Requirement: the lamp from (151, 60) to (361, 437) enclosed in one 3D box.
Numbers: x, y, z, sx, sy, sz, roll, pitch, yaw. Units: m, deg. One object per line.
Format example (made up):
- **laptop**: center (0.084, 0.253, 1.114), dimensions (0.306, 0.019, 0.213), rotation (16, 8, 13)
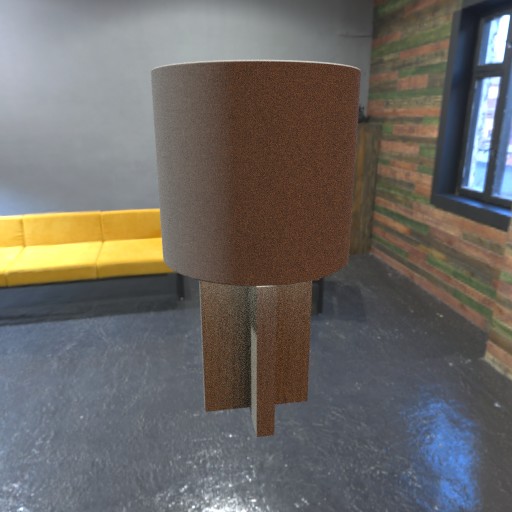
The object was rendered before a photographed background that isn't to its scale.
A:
- **lamp**: center (0.000, 0.000, 0.557), dimensions (0.229, 0.428, 0.229), rotation (-3, 18, -9)
